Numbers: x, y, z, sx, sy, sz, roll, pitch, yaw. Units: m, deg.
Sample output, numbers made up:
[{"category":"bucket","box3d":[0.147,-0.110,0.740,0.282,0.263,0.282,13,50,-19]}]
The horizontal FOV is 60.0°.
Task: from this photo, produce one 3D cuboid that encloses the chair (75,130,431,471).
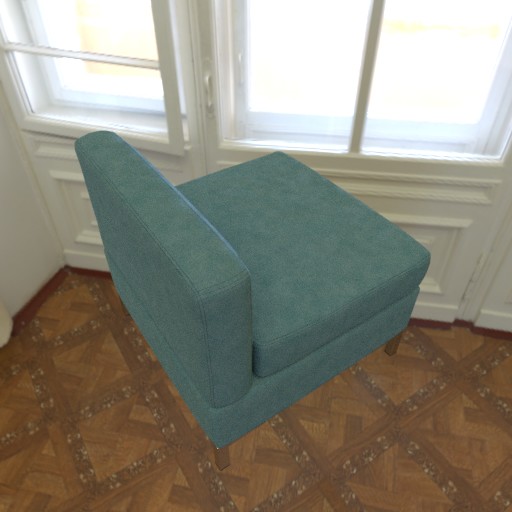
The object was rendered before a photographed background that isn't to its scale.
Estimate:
[{"category":"chair","box3d":[0.000,0.000,1.246,0.685,0.660,0.684,-25,47,-25]}]
